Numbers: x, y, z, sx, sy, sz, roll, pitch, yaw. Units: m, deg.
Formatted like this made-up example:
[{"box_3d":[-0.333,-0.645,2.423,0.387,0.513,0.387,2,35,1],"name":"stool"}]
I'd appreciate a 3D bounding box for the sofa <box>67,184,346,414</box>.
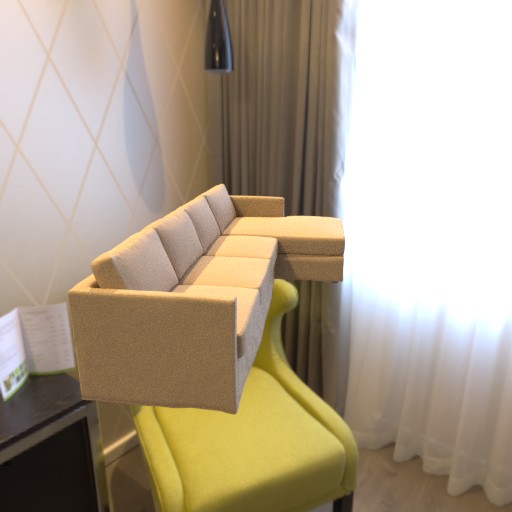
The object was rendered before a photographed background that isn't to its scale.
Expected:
[{"box_3d":[0.000,0.000,3.854,1.622,0.871,3.206,2,17,8],"name":"sofa"}]
